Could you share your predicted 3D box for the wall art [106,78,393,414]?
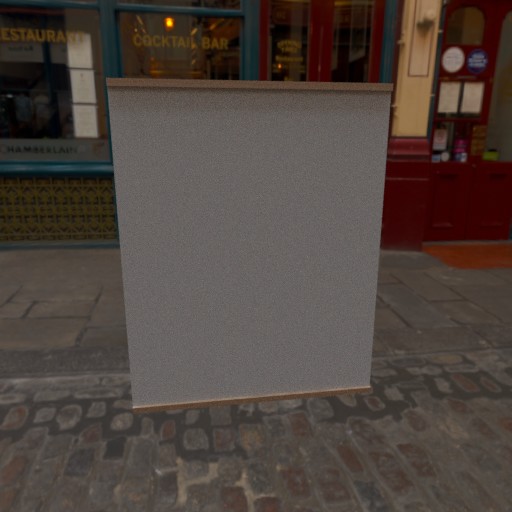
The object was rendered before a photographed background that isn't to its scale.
[{"bbox_3d":[0.000,0.000,0.688,0.405,0.508,0.012,-2,15,-9],"label":"wall art"}]
